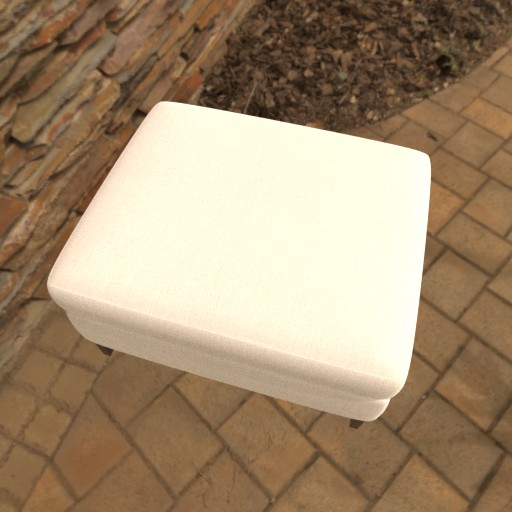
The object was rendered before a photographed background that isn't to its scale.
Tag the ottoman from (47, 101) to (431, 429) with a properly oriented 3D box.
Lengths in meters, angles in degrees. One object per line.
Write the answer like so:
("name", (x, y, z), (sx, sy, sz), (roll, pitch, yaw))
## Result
("ottoman", (0.000, 0.000, 1.194), (0.794, 0.453, 0.657), (14, 59, 9))
